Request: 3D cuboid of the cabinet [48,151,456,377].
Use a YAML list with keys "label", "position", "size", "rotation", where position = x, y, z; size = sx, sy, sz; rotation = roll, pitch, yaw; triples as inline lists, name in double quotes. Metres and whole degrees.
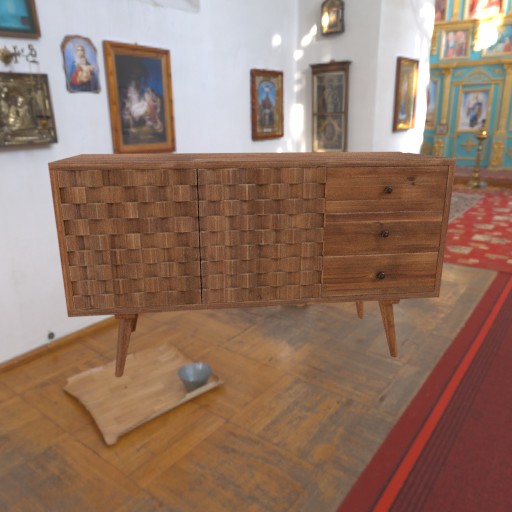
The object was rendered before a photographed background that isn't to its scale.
- label: "cabinet"
  position: [0.000, 0.000, 1.821]
  size: [1.400, 0.800, 0.472]
  rotation: [-2, 17, -7]
